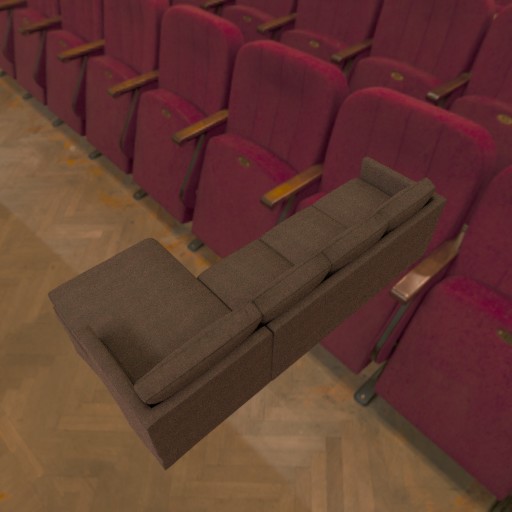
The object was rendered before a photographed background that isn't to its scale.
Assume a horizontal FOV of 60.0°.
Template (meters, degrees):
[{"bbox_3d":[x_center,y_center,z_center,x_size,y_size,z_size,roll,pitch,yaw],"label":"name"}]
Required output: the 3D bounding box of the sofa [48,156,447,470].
[{"bbox_3d":[0.000,0.000,3.905,3.205,0.922,1.650,-33,55,-27],"label":"sofa"}]
